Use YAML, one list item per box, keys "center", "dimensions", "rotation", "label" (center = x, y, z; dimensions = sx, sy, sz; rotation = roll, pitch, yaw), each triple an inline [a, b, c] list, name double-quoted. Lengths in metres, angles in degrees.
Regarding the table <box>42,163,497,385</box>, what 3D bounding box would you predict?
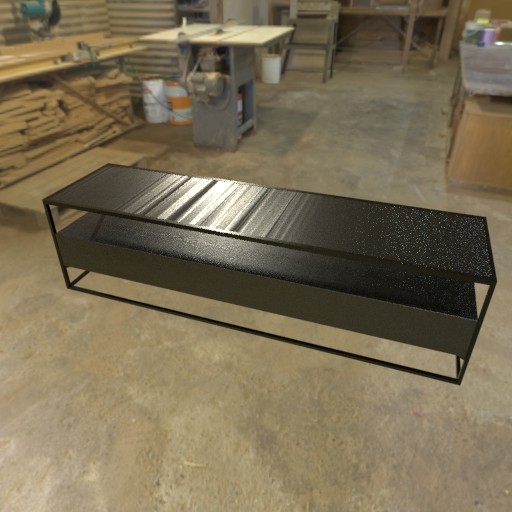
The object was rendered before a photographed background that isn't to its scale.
- center: [0.000, 0.000, 1.637]
  dimensions: [1.486, 0.395, 0.399]
  rotation: [11, 34, 17]
  label: "table"
